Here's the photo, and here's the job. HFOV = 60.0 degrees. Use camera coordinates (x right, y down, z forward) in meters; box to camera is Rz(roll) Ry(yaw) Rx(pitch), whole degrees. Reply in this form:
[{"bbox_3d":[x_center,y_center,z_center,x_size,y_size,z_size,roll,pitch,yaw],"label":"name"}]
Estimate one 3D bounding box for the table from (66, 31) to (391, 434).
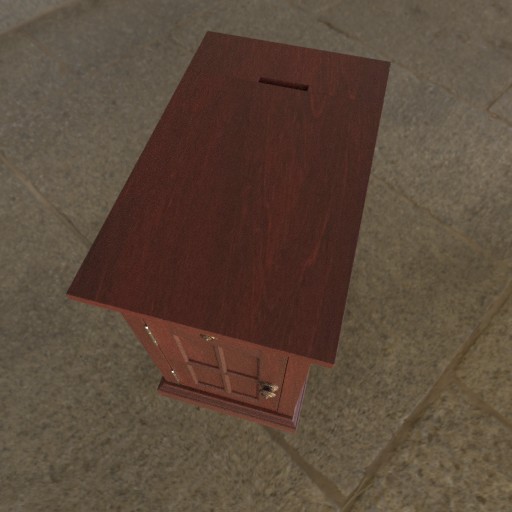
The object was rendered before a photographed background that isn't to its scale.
[{"bbox_3d":[0.000,0.000,0.961,0.356,0.612,0.584,13,61,8],"label":"table"}]
